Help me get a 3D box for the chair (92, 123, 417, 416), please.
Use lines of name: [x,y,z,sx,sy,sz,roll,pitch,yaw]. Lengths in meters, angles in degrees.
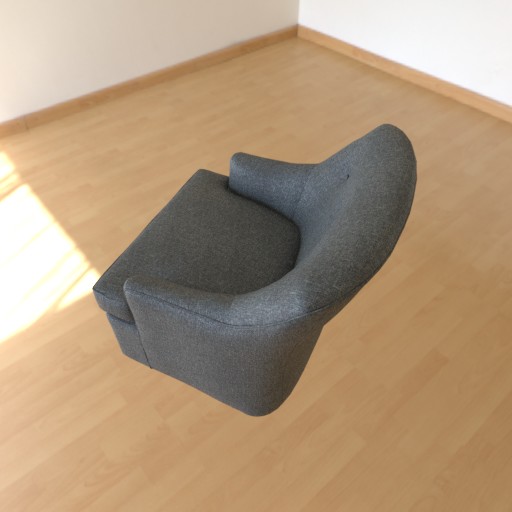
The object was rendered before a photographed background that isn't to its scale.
chair: [0.000,0.000,1.614,0.923,0.856,0.864,18,50,16]
